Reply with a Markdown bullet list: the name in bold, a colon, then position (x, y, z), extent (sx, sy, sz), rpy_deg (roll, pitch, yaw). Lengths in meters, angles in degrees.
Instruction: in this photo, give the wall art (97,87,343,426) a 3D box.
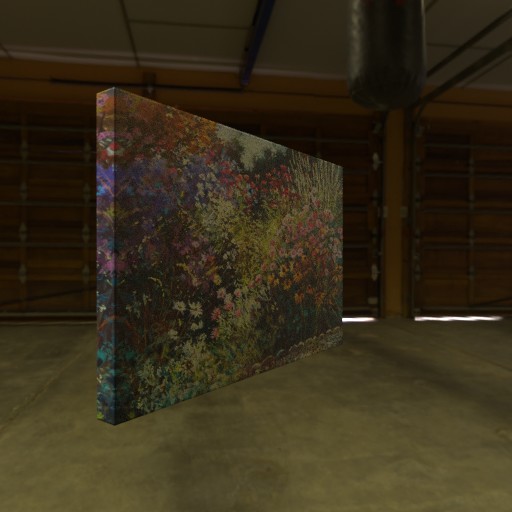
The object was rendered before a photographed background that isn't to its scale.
- **wall art**: position (0.000, 0.000, 0.785), extent (0.037, 0.406, 0.610), rpy_deg (0, 0, 37)
